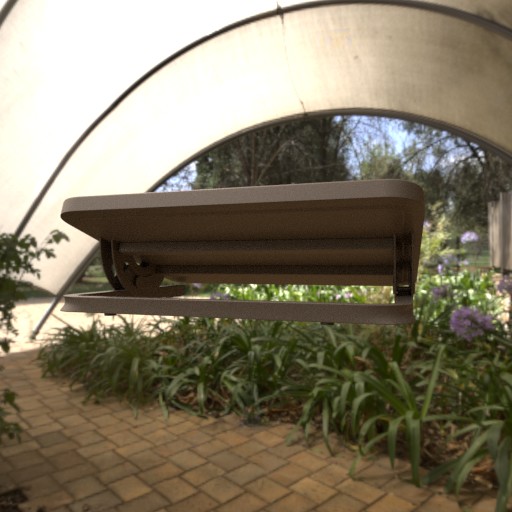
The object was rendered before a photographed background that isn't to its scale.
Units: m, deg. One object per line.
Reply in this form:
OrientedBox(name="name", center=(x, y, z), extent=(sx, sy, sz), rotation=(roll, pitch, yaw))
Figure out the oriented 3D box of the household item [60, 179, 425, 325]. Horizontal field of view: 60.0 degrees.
OrientedBox(name="household item", center=(0.000, 0.000, 0.560), extent=(0.390, 0.126, 0.301), rotation=(0, -1, 18))
